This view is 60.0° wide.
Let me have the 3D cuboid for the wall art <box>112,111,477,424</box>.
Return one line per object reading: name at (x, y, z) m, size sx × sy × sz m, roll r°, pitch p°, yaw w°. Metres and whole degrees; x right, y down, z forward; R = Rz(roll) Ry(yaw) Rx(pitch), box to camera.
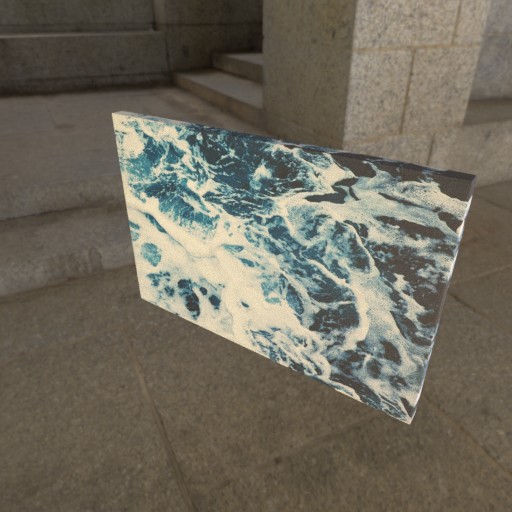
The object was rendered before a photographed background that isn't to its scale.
wall art at (0.000, 0.000, 1.137) m, size 0.915 × 0.610 × 0.042 m, roll 19°, pitch 35°, yaw 29°
